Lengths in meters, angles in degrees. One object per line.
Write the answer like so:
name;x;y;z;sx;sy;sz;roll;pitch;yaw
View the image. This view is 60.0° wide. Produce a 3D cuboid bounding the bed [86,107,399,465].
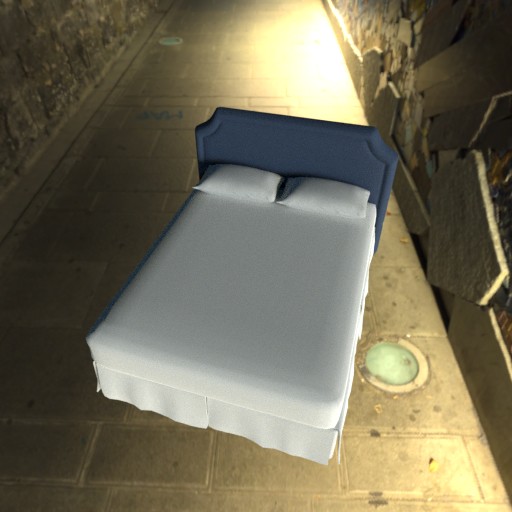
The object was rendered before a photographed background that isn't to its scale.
bed;0.000;0.000;3.388;1.831;1.297;2.260;12;43;13
